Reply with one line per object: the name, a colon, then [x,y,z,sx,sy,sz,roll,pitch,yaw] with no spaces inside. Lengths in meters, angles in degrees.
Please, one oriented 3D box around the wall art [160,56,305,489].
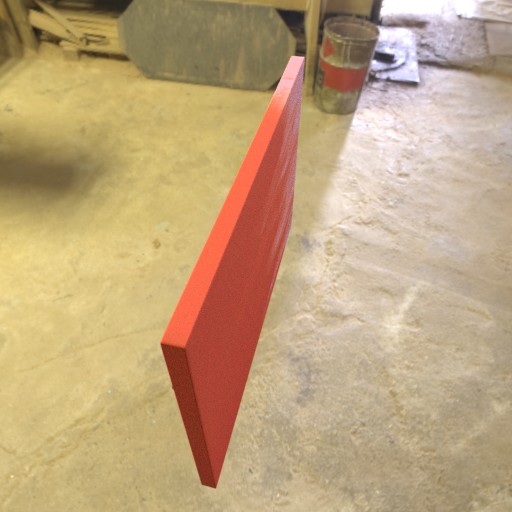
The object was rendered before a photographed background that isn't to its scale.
wall art: [0.000,0.000,1.097,0.040,0.609,0.913,10,48,10]
